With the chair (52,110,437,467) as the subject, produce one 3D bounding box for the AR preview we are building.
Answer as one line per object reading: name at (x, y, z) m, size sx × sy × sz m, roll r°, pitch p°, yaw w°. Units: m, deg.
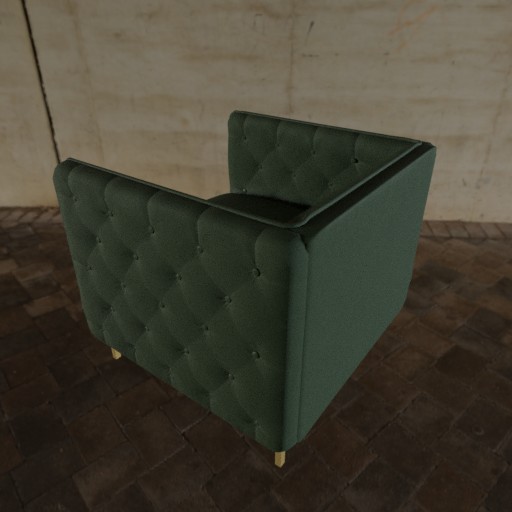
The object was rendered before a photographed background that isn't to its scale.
chair at (0.000, 0.000, 1.530) m, size 0.855 × 0.768 × 0.917 m, roll 21°, pitch 36°, yaw 31°
